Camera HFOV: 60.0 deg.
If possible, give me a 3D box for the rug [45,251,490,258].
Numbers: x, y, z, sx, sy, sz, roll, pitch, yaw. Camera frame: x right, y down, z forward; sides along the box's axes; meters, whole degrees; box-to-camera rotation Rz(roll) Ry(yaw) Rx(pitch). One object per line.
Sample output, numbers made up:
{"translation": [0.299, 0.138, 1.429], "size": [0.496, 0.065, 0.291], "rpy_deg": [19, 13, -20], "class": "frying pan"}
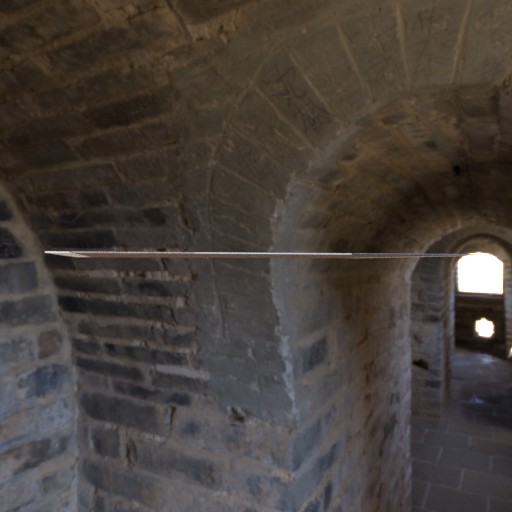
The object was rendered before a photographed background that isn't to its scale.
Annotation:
{"translation": [0.000, 0.000, 2.292], "size": [1.828, 0.005, 1.220], "rpy_deg": [0, -1, -17], "class": "rug"}
